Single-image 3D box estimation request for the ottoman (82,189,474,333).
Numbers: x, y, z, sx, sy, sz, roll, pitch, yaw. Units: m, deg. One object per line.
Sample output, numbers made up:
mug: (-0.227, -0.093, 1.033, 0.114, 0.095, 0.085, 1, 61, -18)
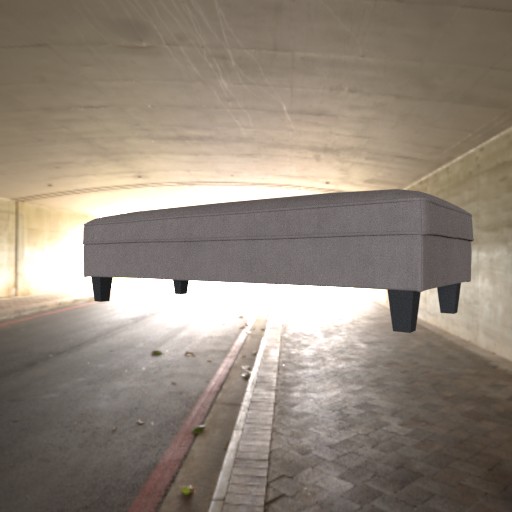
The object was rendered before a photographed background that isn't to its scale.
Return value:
ottoman: (0.000, 0.000, 2.082, 1.764, 0.470, 0.751, 0, 0, 37)
